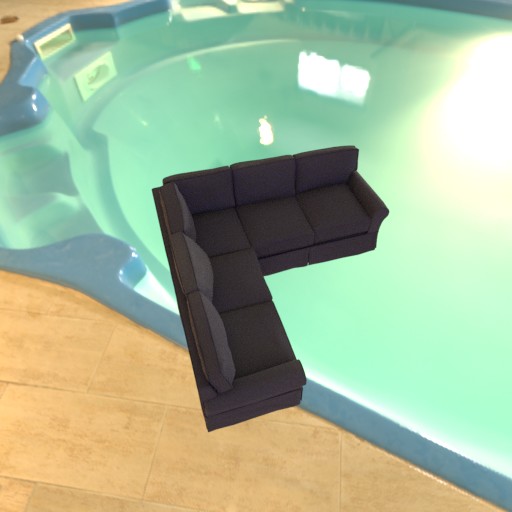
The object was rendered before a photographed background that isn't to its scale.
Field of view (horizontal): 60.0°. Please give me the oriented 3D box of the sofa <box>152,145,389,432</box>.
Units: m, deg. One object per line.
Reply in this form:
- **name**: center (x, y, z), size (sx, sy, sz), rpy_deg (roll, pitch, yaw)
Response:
- **sofa**: center (0.000, 0.000, 5.102), size (2.874, 1.169, 3.773), rpy_deg (11, 49, 10)
